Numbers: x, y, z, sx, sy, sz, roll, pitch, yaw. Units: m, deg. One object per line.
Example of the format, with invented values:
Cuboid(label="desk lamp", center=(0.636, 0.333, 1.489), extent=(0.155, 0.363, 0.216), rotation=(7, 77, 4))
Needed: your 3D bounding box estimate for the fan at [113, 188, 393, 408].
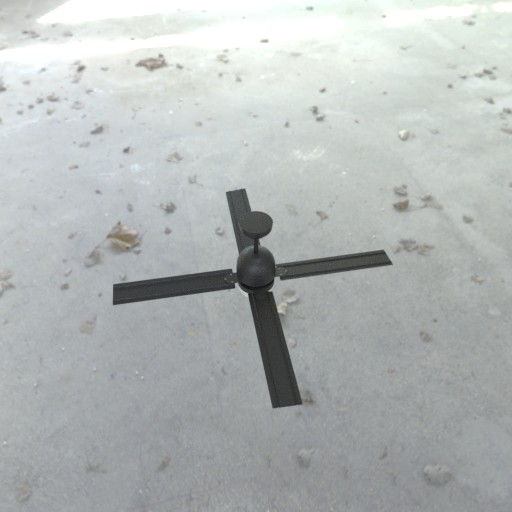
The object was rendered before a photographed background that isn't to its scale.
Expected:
Cuboid(label="fan", center=(0.000, 0.000, 1.996), extent=(1.319, 0.410, 1.319), rotation=(-9, 47, -8))
